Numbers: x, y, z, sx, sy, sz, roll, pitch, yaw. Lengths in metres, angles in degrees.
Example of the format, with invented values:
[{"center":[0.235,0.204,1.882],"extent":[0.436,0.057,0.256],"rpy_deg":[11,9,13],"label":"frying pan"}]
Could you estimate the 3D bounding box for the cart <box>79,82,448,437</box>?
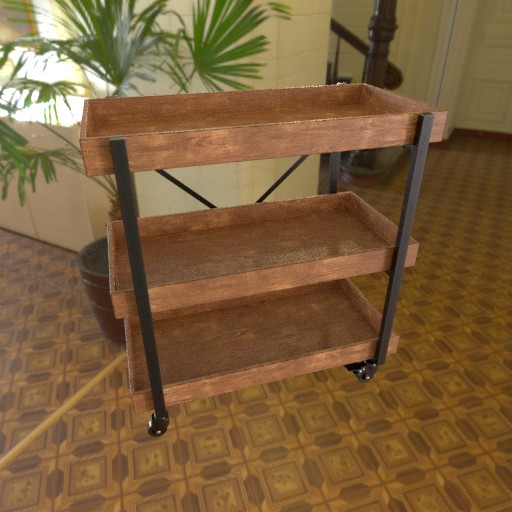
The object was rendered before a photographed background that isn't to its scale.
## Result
[{"center":[0.000,0.000,1.209],"extent":[0.750,0.800,0.411],"rpy_deg":[-9,32,-15],"label":"cart"}]
